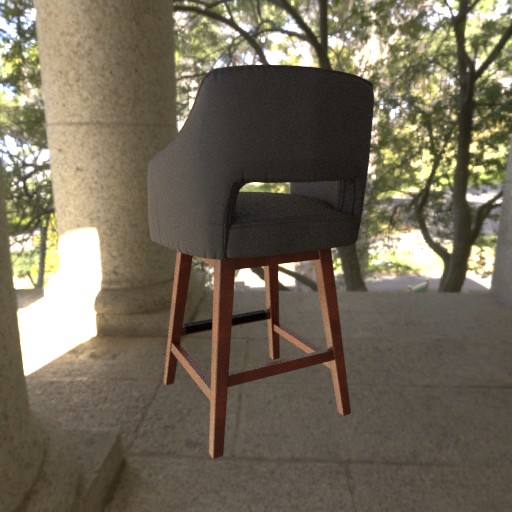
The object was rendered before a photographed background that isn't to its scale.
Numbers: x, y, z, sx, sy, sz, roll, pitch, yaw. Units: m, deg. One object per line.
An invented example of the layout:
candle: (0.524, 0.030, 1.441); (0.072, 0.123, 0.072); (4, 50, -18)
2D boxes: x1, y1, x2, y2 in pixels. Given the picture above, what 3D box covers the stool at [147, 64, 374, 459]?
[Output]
stool: (0.000, 0.000, 1.250); (0.548, 0.912, 0.558); (-6, 14, -27)
